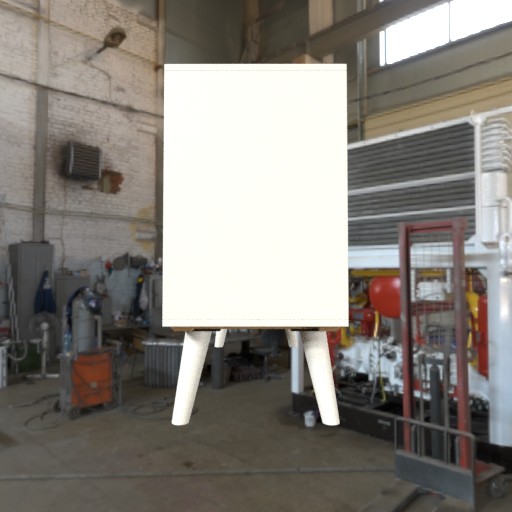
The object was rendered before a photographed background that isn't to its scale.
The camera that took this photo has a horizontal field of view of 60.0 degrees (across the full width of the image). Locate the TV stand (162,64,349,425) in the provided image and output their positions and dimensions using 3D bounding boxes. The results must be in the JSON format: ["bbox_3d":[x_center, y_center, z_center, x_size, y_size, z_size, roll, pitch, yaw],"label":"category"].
[{"bbox_3d":[0.000,0.000,1.567,0.406,0.812,1.193,0,-2,0],"label":"TV stand"}]
